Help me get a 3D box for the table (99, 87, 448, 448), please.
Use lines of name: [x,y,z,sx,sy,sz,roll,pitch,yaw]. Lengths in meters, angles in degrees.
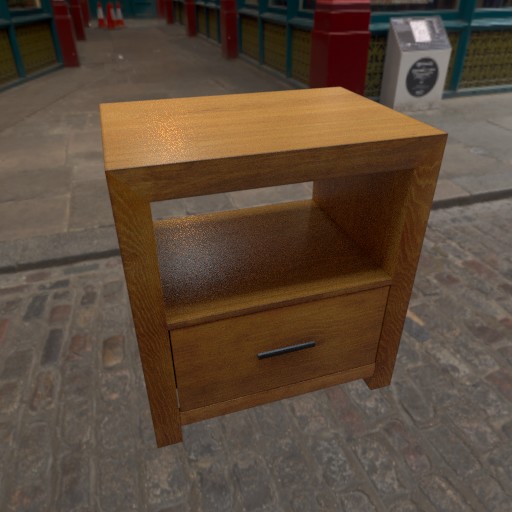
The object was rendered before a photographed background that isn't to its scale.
table: [0.000,0.000,0.981,0.550,0.605,0.400,-10,33,-15]
